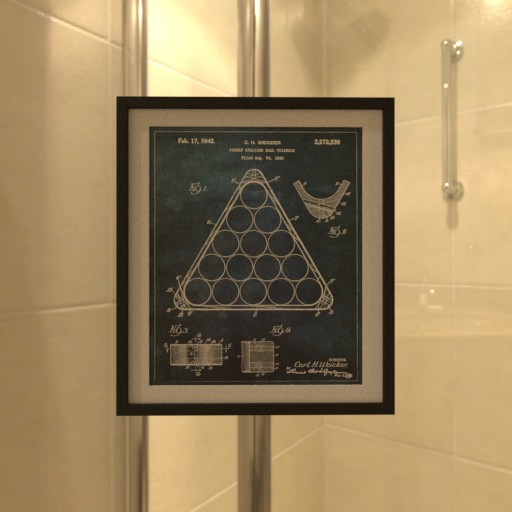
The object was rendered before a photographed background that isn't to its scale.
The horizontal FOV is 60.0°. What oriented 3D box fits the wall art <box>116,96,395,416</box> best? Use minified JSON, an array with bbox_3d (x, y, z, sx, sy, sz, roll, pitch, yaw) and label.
[{"bbox_3d":[0.000,0.000,1.213,0.755,0.863,0.028,0,0,-1],"label":"wall art"}]
